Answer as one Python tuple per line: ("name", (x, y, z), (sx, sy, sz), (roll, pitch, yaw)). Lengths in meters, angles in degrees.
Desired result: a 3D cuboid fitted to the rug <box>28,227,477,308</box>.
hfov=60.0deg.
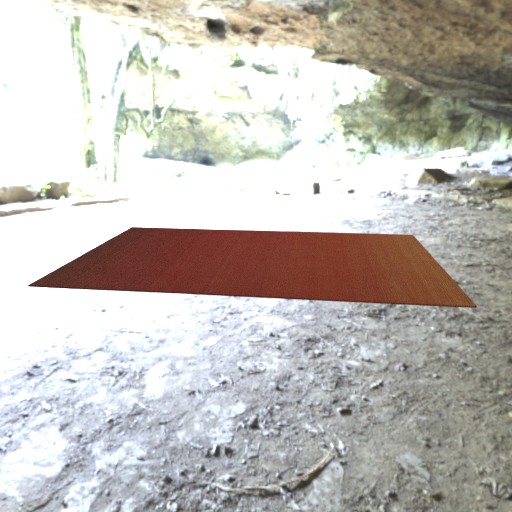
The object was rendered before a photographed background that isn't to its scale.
("rug", (0.000, 0.000, 3.104), (2.442, 0.010, 1.531), (2, 17, 7))
